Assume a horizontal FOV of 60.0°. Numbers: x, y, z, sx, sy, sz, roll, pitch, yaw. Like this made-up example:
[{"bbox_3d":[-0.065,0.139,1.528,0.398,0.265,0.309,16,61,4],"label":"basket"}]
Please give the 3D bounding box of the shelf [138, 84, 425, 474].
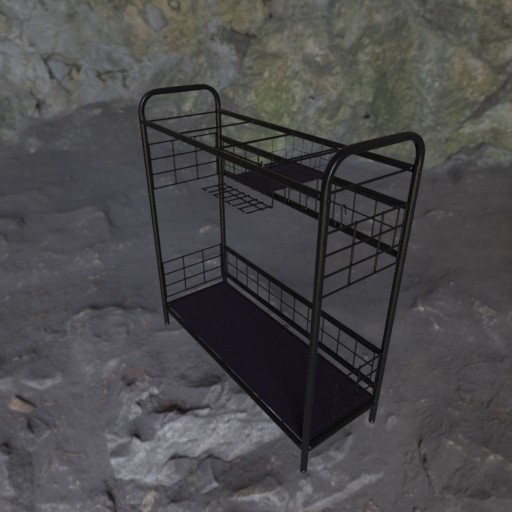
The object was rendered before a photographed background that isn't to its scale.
[{"bbox_3d":[0.000,0.000,1.564,0.350,1.026,0.961,-20,35,-32],"label":"shelf"}]
